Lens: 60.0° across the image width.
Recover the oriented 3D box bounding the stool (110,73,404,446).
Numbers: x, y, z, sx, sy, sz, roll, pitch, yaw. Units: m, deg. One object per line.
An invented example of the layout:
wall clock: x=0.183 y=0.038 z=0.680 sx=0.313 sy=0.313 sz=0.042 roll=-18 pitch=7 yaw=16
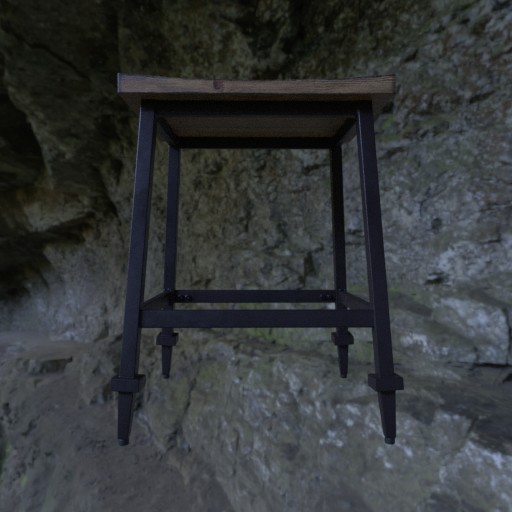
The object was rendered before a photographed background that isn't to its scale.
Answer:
stool: x=0.000 y=0.000 z=0.928 sx=0.486 sy=0.625 sz=0.405 roll=0 pitch=1 yaw=-1
